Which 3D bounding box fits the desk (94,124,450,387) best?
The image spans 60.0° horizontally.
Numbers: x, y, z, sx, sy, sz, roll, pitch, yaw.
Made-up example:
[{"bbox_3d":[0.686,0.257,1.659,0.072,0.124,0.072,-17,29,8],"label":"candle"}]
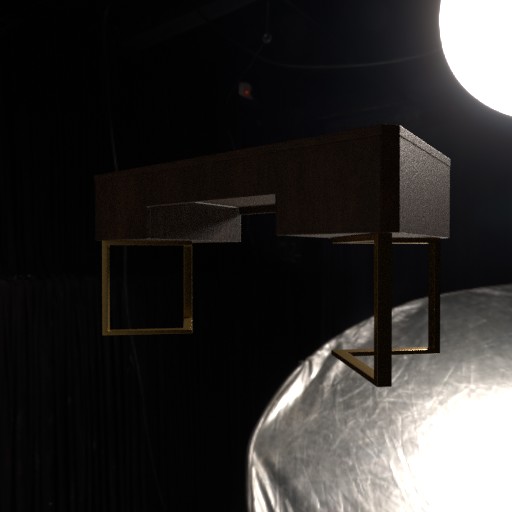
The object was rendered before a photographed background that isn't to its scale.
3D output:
[{"bbox_3d":[0.000,0.000,1.957,1.479,0.762,0.684,0,1,37],"label":"desk"}]
